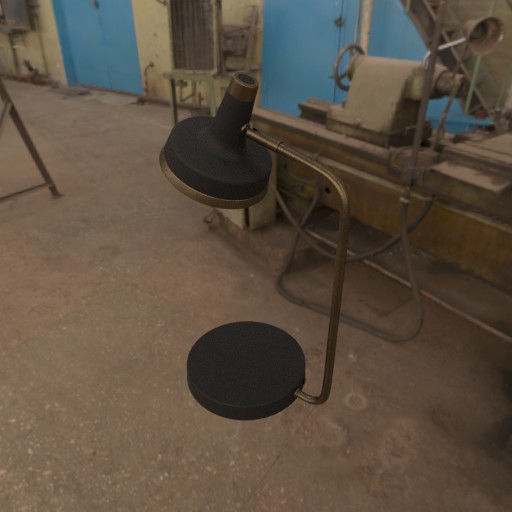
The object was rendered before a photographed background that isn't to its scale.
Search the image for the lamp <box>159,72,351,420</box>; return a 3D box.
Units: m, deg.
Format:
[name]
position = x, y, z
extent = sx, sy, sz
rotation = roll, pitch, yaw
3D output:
[lamp]
position = 0.000, 0.000, 0.500
extent = 0.218, 0.385, 0.162
rotation = 21, 37, 30
